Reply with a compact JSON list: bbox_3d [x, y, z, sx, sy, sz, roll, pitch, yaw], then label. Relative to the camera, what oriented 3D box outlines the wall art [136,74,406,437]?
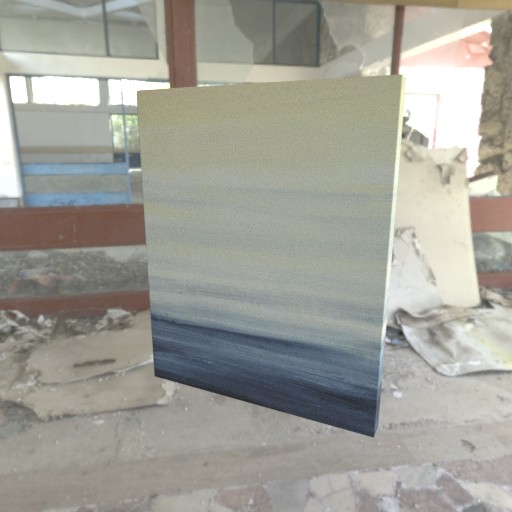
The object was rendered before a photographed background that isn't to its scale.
[{"bbox_3d":[0.000,0.000,0.838,0.489,0.608,0.040,7,16,25],"label":"wall art"}]
